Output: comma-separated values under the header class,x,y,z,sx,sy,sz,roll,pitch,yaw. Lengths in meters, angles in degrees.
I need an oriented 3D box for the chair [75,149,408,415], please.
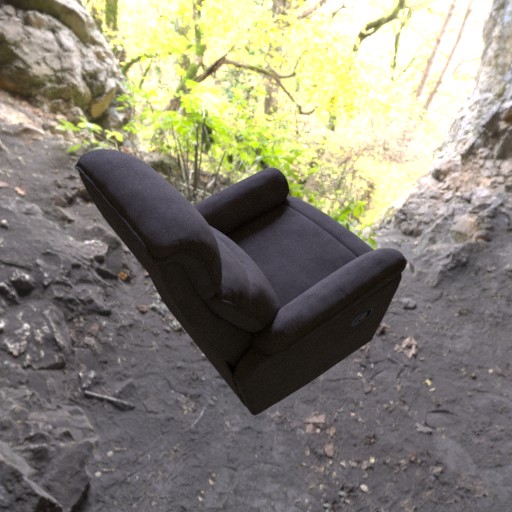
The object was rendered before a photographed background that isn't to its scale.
class,x,y,z,sx,sy,sz,roll,pitch,yaw
chair,0.000,0.000,1.737,1.009,1.036,0.830,-27,49,-26
